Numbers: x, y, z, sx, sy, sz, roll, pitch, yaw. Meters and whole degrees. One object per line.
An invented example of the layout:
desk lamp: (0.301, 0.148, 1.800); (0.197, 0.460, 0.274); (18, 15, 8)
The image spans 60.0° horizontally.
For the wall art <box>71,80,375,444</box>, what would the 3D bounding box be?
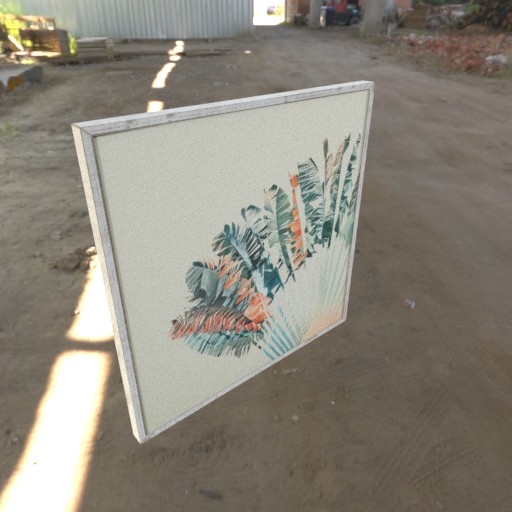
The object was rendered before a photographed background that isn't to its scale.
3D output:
wall art: (0.000, 0.000, 1.113); (0.760, 0.757, 0.038); (-22, 36, -34)
